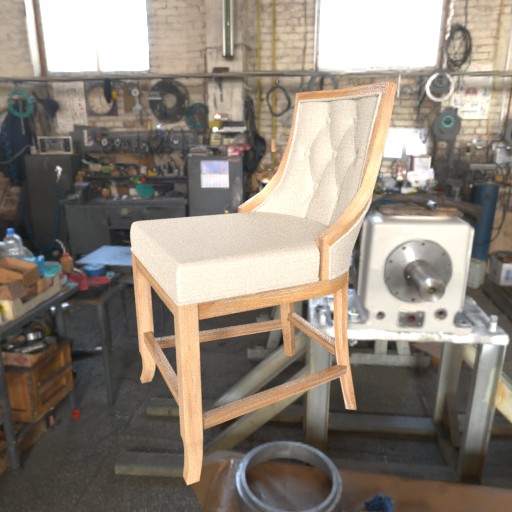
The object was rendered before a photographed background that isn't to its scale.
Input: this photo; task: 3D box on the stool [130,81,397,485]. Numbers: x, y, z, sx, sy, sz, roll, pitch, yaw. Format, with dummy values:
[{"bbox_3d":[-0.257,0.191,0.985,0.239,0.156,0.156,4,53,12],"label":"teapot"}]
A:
[{"bbox_3d":[0.000,0.000,1.293,0.626,0.938,0.524,-8,18,-25],"label":"stool"}]
